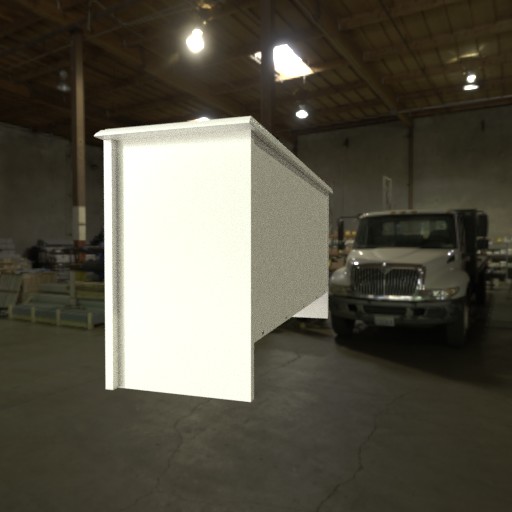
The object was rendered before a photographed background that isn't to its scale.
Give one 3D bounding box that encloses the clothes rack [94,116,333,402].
[{"bbox_3d":[0.000,0.000,1.372,0.324,0.531,1.120,0,1,17],"label":"clothes rack"}]
